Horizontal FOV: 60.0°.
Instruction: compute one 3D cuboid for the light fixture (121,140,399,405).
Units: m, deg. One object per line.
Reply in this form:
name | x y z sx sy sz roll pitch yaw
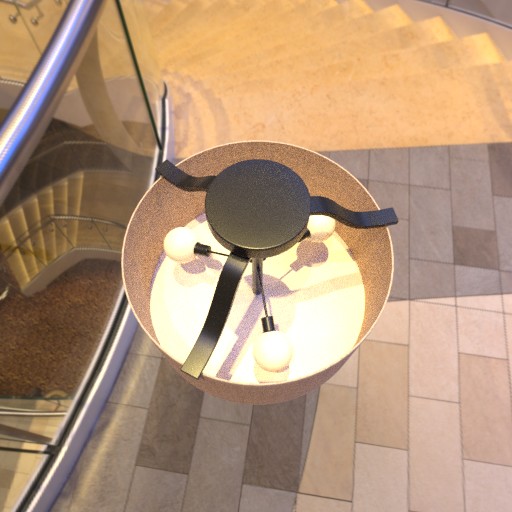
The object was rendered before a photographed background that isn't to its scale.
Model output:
light fixture | 0.000 0.000 0.659 0.390 0.306 0.390 0 64 0
